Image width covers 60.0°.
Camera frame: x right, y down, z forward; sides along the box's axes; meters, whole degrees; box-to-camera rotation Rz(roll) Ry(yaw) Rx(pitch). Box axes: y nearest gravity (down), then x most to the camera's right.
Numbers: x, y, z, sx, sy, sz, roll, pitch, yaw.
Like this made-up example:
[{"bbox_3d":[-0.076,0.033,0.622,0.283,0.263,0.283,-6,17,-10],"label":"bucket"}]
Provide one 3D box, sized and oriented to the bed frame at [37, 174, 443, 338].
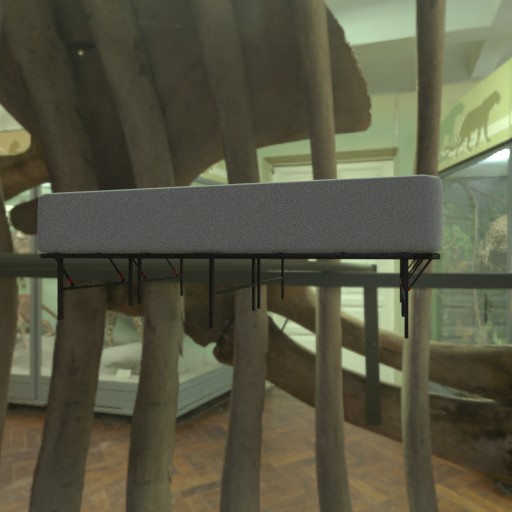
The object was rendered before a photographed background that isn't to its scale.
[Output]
[{"bbox_3d":[0.000,0.000,2.792,2.037,0.677,1.528,0,0,17],"label":"bed frame"}]
